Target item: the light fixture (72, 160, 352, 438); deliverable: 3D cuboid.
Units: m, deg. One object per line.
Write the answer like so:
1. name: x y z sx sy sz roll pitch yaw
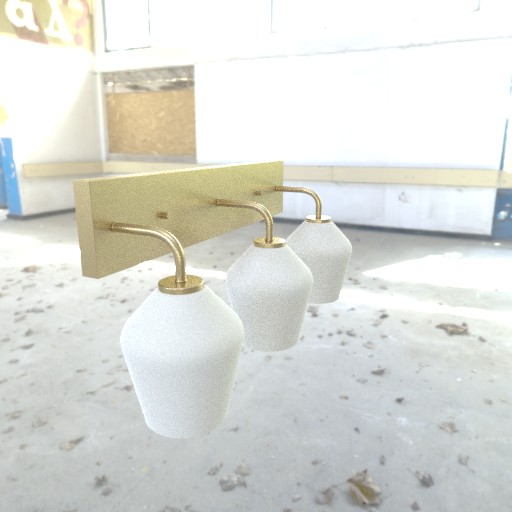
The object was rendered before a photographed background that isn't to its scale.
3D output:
1. light fixture: 0.000 0.000 0.721 0.190 0.280 0.609 7 17 26
